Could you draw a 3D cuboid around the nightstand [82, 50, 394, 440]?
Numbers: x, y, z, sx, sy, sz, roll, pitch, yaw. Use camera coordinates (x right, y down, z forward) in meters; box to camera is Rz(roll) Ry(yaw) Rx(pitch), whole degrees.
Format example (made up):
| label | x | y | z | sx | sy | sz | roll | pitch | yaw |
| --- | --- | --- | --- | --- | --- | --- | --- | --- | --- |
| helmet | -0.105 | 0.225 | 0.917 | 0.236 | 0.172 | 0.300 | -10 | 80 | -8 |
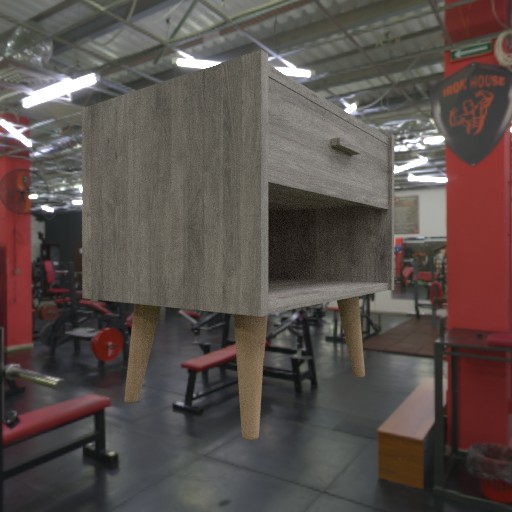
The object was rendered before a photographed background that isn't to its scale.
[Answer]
| label | x | y | z | sx | sy | sz | roll | pitch | yaw |
| --- | --- | --- | --- | --- | --- | --- | --- | --- | --- |
| nightstand | 0.000 | 0.000 | 0.834 | 0.380 | 0.500 | 0.480 | 0 | 0 | 36 |
